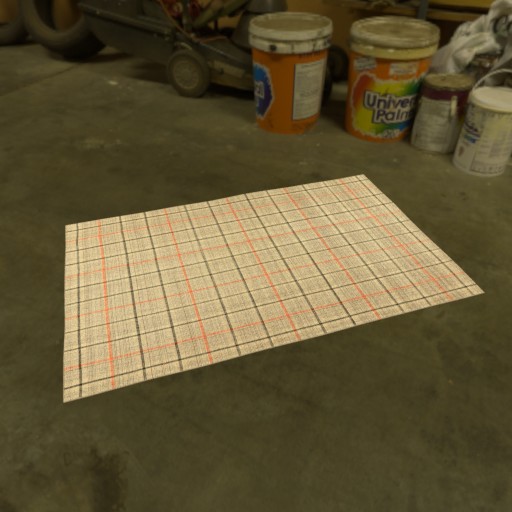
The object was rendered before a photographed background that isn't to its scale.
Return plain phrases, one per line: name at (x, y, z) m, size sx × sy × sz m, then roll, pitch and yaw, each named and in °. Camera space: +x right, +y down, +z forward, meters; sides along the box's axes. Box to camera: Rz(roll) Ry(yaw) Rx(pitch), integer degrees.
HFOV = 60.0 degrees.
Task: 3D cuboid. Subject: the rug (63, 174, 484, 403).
rug at (0.000, 0.000, 2.972) m, size 2.439 × 0.015 × 1.524 m, roll -12°, pitch 41°, yaw -14°
